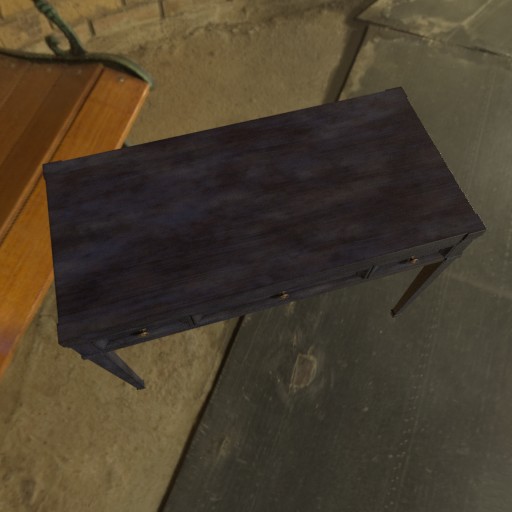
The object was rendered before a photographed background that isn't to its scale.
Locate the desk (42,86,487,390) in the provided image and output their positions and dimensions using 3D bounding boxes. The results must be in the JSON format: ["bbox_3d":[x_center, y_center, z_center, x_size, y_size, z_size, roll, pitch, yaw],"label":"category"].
[{"bbox_3d":[0.000,0.000,1.793,1.289,0.861,0.630,-14,64,-7],"label":"desk"}]
